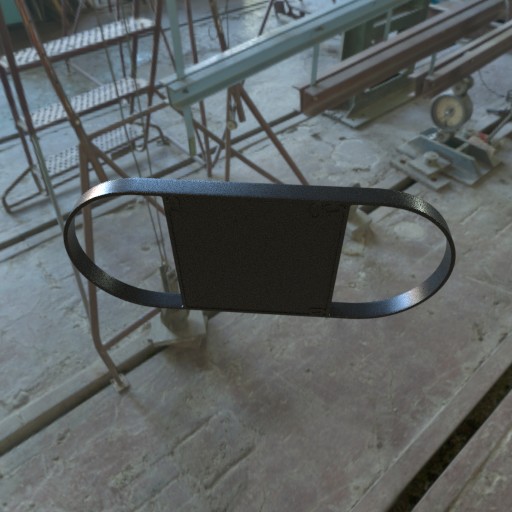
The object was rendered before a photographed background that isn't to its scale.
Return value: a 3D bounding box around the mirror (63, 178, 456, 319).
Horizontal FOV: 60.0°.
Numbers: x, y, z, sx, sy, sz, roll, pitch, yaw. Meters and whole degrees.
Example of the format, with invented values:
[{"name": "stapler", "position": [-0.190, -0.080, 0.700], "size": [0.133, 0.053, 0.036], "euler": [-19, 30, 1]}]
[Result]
[{"name": "mirror", "position": [0.000, 0.000, 0.682], "size": [0.584, 0.254, 0.032], "euler": [3, 46, 3]}]
